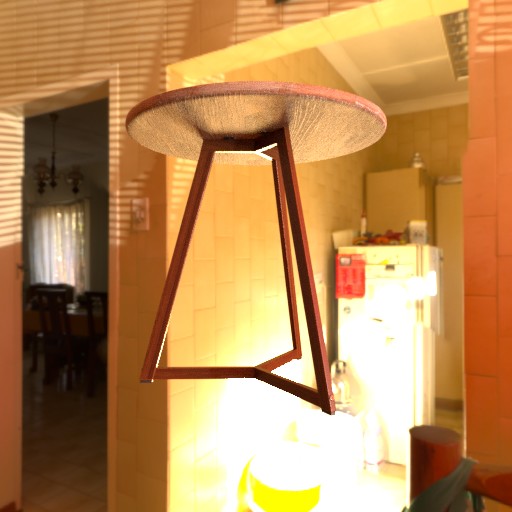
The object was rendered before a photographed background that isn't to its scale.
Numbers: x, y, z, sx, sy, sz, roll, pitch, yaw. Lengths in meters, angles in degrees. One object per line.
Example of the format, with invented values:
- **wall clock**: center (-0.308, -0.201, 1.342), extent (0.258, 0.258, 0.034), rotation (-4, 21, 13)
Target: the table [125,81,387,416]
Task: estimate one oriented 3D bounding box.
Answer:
- **table**: center (0.000, 0.000, 0.883), extent (0.500, 0.500, 0.500), rotation (0, 0, 0)
